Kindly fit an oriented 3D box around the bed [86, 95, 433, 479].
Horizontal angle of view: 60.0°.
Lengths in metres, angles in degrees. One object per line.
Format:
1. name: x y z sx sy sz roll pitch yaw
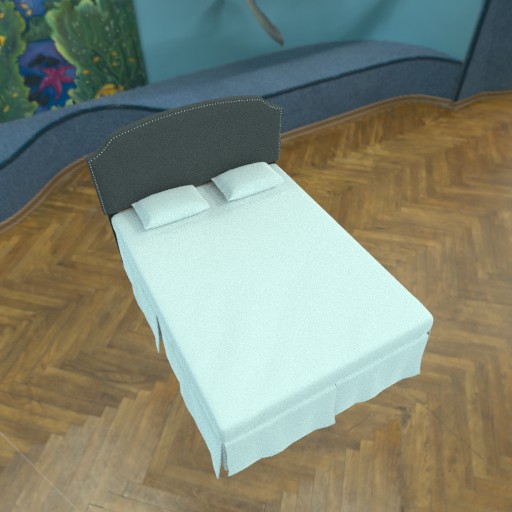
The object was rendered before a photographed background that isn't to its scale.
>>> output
1. bed: 0.000 0.000 2.952 1.558 1.270 1.999 -22 50 -20
